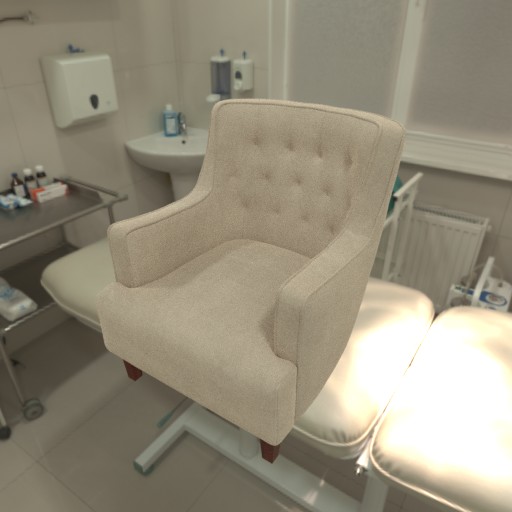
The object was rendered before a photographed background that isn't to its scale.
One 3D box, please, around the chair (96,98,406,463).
[{"bbox_3d":[0.000,0.000,1.601,0.781,0.920,0.910,19,36,29],"label":"chair"}]
